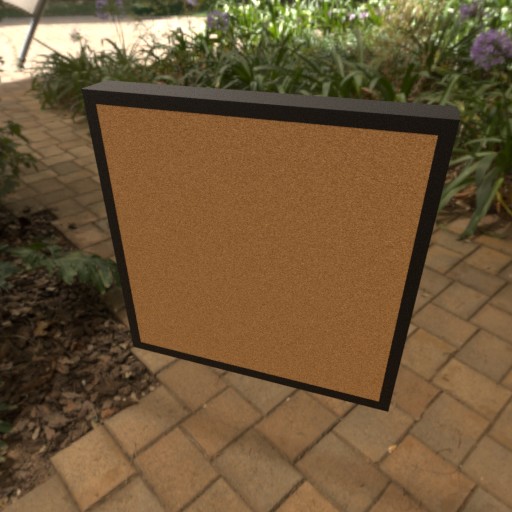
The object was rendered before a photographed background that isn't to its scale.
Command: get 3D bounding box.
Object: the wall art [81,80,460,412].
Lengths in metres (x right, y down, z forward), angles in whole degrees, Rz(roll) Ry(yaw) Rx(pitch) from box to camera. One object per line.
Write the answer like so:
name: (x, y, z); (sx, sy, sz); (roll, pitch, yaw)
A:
wall art: (0.000, 0.000, 0.438); (0.305, 0.304, 0.038); (10, 34, 15)
